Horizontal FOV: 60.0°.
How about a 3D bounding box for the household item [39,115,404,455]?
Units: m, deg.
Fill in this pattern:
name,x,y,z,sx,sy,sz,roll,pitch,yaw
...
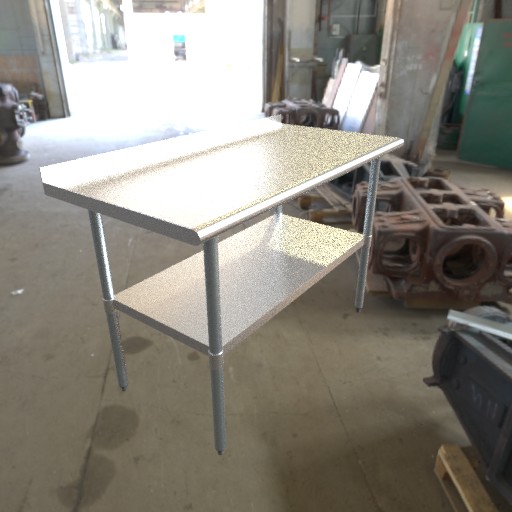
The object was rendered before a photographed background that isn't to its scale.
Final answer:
name,x,y,z,sx,sy,sz,roll,pitch,yaw
household item,0.000,0.000,1.705,0.610,0.851,1.219,18,31,32
